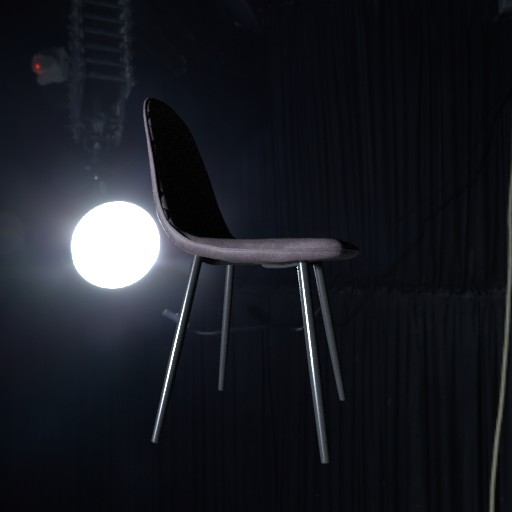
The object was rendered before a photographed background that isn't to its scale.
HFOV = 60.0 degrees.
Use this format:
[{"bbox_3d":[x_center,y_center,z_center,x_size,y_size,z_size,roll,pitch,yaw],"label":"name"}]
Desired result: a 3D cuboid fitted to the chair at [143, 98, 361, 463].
[{"bbox_3d":[0.000,0.000,1.225,0.561,0.889,0.472,0,-1,16],"label":"chair"}]
